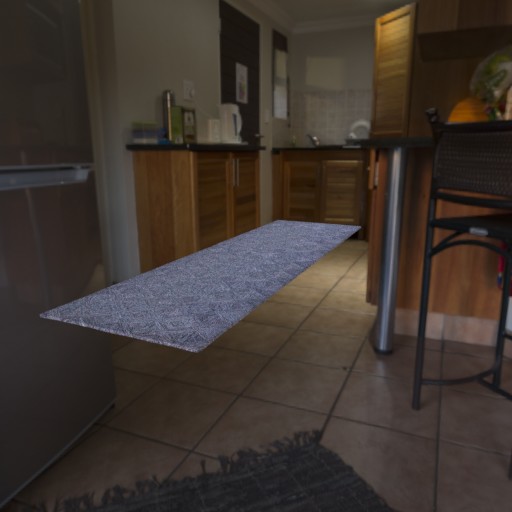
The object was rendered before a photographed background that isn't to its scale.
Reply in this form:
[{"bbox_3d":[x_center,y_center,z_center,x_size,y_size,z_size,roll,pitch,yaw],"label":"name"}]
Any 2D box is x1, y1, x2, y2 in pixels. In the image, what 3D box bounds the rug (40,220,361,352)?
[{"bbox_3d":[0.000,0.000,2.495,0.691,0.011,2.296,7,16,24],"label":"rug"}]
